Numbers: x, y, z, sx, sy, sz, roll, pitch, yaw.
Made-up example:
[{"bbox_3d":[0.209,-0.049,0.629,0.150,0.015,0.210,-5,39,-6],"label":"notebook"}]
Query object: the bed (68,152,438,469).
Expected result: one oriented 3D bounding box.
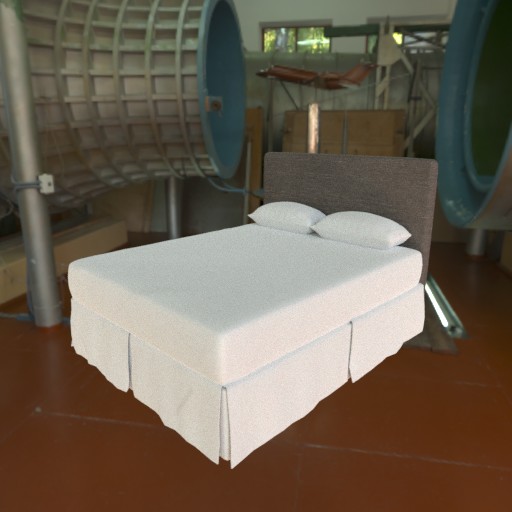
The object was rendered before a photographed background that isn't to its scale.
[{"bbox_3d":[0.000,0.000,3.133,1.723,1.330,2.142,15,22,43],"label":"bed"}]
